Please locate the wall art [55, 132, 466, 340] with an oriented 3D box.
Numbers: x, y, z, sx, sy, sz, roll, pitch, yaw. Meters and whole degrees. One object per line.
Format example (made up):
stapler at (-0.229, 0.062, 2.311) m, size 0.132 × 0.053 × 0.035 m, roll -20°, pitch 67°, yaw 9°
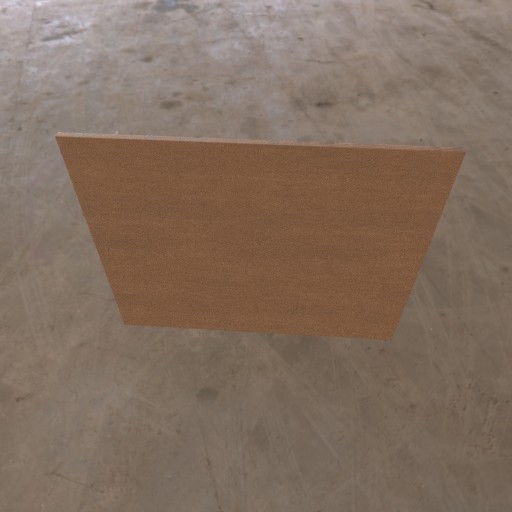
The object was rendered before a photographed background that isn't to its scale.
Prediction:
wall art at (0.000, 0.000, 0.696) m, size 0.508 × 0.408 × 0.010 m, roll 3°, pitch 46°, yaw 3°
